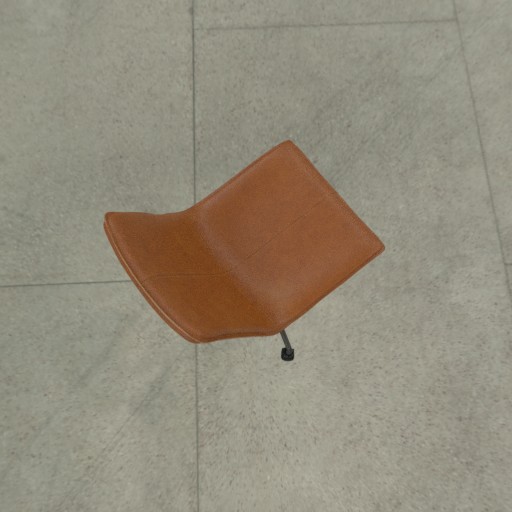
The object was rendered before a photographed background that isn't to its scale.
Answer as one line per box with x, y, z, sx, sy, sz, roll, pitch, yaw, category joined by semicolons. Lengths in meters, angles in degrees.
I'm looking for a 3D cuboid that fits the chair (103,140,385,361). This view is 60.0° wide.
0.000;0.000;1.368;0.660;0.920;0.651;-37;78;-9;chair
